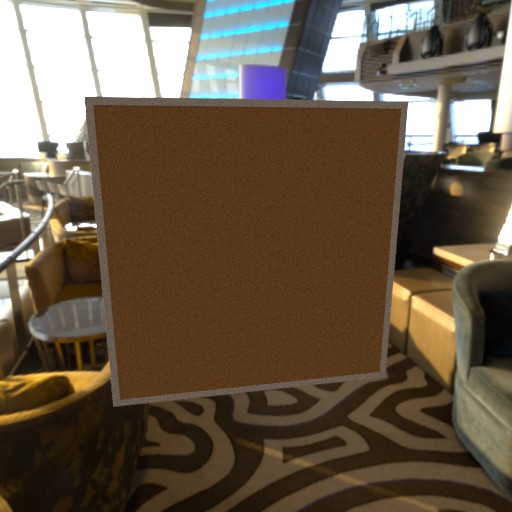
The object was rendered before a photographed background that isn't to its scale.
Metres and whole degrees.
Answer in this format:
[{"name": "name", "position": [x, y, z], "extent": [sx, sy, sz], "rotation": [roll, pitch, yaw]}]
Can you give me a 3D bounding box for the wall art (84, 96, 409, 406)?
[{"name": "wall art", "position": [0.000, 0.000, 1.142], "extent": [0.762, 0.762, 0.038], "rotation": [-3, 15, -11]}]
